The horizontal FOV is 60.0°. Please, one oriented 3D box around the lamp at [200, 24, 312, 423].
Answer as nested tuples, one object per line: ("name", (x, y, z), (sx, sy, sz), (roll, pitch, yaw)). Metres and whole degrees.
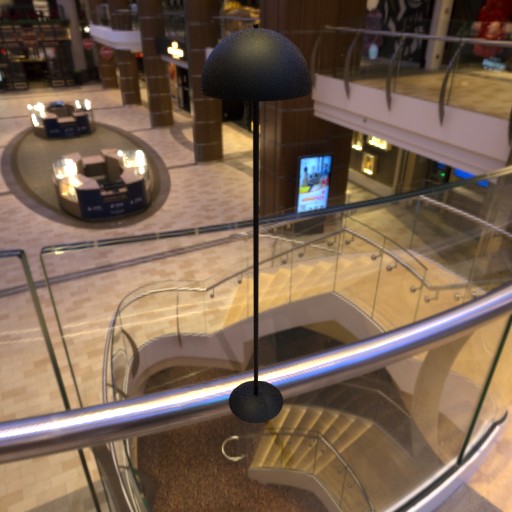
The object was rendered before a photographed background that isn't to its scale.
("lamp", (0.000, 0.000, 1.595), (0.328, 1.480, 0.328), (8, 31, 14))
